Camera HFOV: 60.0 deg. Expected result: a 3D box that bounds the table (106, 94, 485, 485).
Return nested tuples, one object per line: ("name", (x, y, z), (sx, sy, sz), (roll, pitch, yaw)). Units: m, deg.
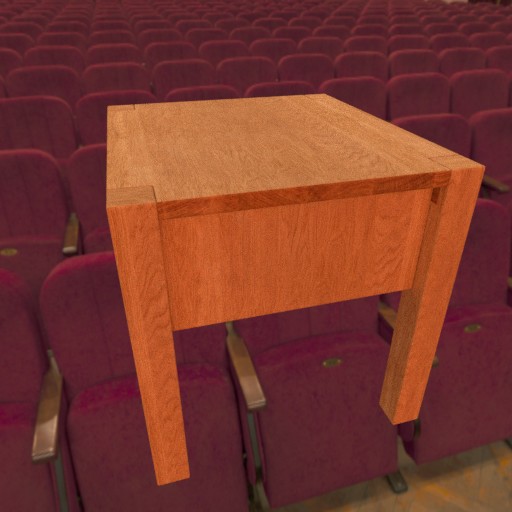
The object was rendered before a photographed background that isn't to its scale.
("table", (0.000, 0.000, 0.793), (0.440, 0.450, 0.480), (-8, 31, -14))
